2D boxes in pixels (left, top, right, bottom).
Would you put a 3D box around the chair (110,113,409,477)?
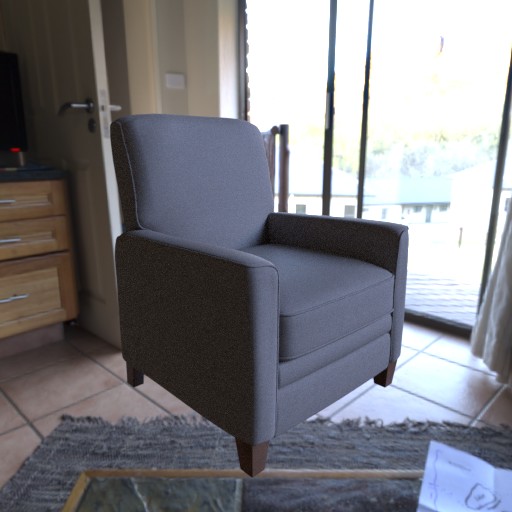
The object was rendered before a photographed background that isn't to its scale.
[{"bbox_3d":[0.000,0.000,1.635,0.845,1.023,0.859,-13,19,-42],"label":"chair"}]
